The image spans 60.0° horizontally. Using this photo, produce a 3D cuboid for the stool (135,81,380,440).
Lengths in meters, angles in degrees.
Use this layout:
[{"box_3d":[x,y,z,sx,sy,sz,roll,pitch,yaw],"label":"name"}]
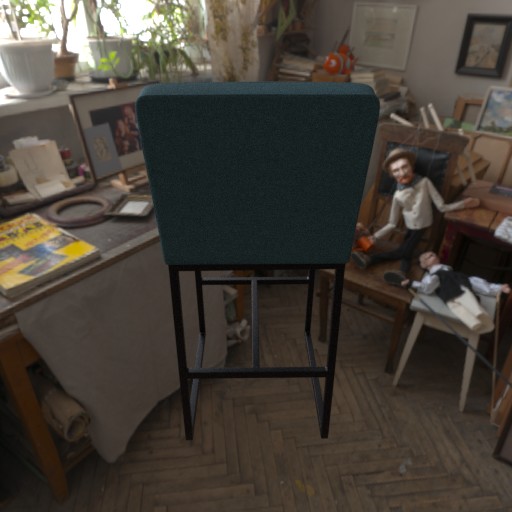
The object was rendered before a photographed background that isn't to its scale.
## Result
[{"box_3d":[0.000,0.000,1.295,0.460,1.040,0.560,0,31,-1],"label":"stool"}]
